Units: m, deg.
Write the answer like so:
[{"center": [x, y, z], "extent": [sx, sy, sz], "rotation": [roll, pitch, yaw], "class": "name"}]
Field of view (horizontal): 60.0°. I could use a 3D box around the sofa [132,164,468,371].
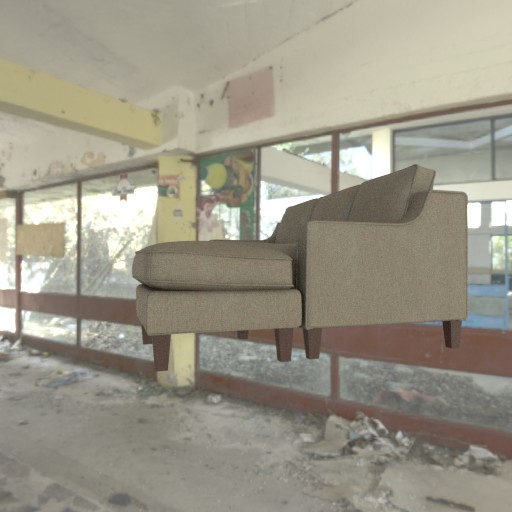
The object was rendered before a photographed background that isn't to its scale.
[{"center": [0.000, 0.000, 3.325], "extent": [1.858, 1.081, 2.317], "rotation": [0, -1, -19], "class": "sofa"}]
